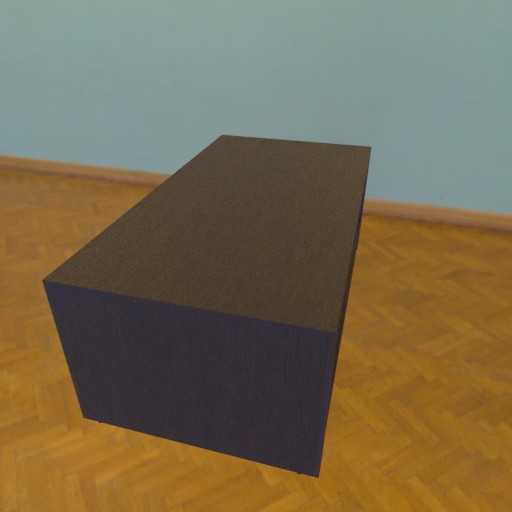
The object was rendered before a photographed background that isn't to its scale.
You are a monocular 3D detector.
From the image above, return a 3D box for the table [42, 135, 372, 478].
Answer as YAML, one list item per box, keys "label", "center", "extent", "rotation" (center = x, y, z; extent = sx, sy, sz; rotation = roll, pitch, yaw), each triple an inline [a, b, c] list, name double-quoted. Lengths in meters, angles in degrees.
- label: "table"
  center: [0.000, 0.000, 1.397]
  extent: [0.597, 0.424, 1.099]
  rotation: [8, 32, 13]
